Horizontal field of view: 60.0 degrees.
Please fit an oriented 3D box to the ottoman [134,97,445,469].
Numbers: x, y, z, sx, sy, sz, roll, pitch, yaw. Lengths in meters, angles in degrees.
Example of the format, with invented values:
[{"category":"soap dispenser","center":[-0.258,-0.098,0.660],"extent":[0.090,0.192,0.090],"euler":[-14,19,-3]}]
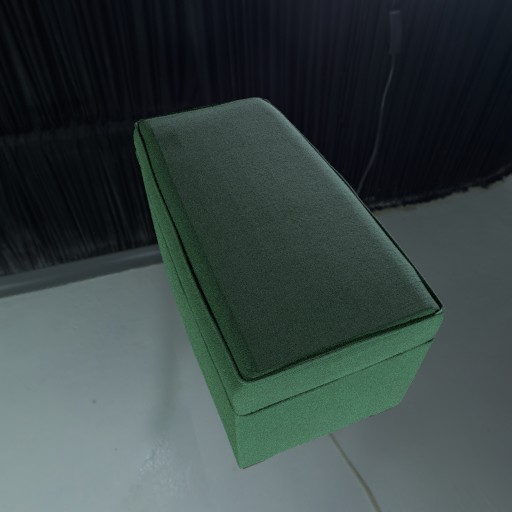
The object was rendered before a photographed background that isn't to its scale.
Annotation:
[{"category":"ottoman","center":[0.000,0.000,1.236],"extent":[0.483,0.471,0.957],"euler":[-16,48,-15]}]
